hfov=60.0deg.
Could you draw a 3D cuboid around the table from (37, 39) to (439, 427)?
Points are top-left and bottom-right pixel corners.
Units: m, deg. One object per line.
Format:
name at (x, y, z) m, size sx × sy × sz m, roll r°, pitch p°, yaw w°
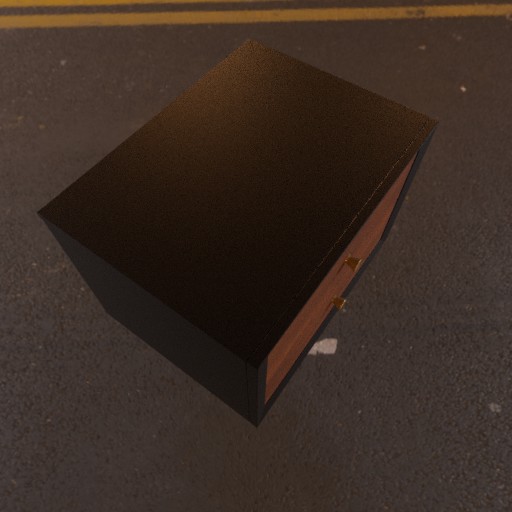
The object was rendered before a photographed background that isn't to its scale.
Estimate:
table at (0.000, 0.000, 0.995) m, size 0.441 × 0.584 × 0.564 m, roll 32°, pitch 64°, yaw 18°
